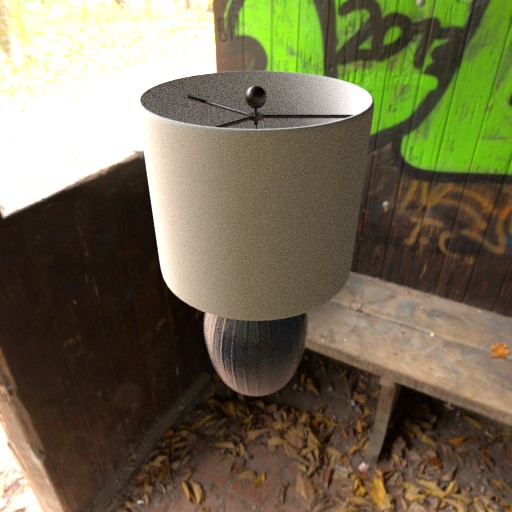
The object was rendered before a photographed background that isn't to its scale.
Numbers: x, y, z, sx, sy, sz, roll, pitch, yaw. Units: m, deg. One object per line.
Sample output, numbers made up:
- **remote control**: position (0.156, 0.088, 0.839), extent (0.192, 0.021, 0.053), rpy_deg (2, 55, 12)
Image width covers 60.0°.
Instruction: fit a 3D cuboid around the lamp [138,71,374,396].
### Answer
- **lamp**: position (0.000, 0.000, 0.778), extent (0.329, 0.570, 0.329), rpy_deg (0, 33, 0)
